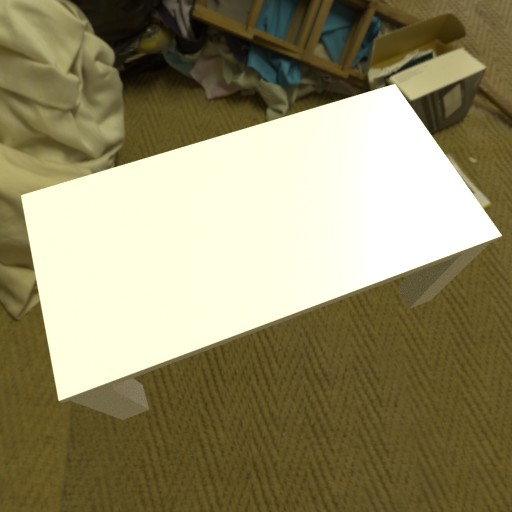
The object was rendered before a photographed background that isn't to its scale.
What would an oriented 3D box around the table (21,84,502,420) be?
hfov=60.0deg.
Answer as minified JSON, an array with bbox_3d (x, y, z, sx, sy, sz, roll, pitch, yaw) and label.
[{"bbox_3d":[0.000,0.000,2.200,1.800,0.790,0.900,-19,66,-9],"label":"table"}]
